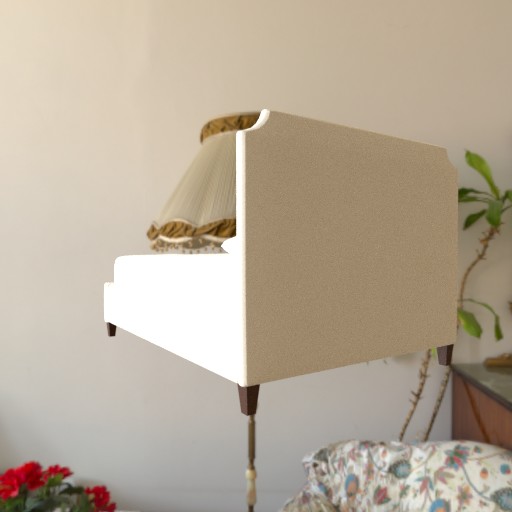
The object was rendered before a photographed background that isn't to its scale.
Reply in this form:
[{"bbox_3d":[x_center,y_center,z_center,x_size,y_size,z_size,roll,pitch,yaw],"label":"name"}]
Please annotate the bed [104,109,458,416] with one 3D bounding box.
[{"bbox_3d":[0.000,0.000,3.434,1.712,1.443,2.365,-1,1,-34],"label":"bed"}]
